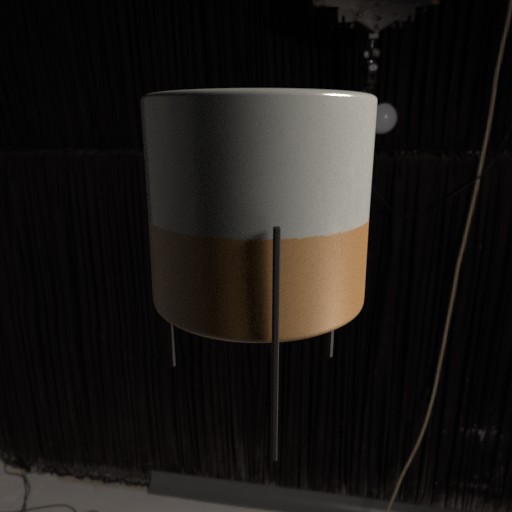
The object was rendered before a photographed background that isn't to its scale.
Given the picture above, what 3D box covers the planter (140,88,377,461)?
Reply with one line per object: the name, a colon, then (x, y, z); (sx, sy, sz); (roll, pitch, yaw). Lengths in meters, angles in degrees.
planter: (0.000, 0.000, 0.636); (0.310, 0.432, 0.310); (2, 17, 8)
